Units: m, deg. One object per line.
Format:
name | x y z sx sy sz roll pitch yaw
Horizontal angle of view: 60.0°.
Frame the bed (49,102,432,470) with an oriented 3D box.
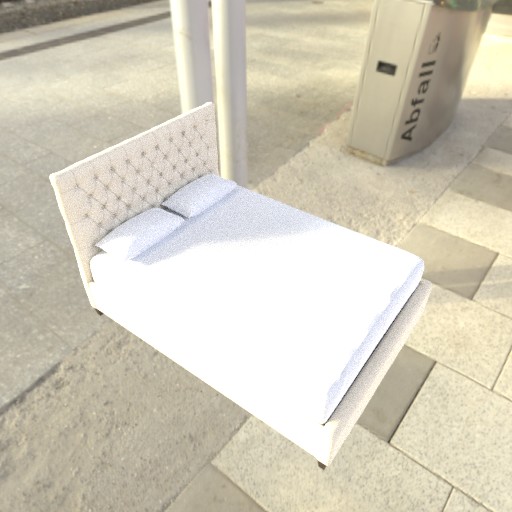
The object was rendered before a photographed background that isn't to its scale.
bed | 0.000 0.000 3.486 2.387 1.427 1.698 26 46 27
